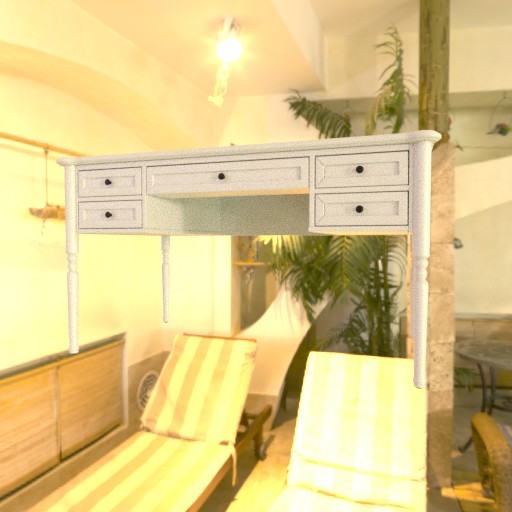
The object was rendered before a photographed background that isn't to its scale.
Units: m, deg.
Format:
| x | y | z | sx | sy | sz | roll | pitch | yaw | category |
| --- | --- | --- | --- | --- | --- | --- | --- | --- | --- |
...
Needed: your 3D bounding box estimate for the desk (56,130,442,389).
| x | y | z | sx | sy | sz | roll | pitch | yaw | category |
| --- | --- | --- | --- | --- | --- | --- | --- | --- | --- |
| 0.000 | 0.000 | 1.861 | 1.380 | 0.762 | 0.807 | 1 | 2 | 19 | desk |
